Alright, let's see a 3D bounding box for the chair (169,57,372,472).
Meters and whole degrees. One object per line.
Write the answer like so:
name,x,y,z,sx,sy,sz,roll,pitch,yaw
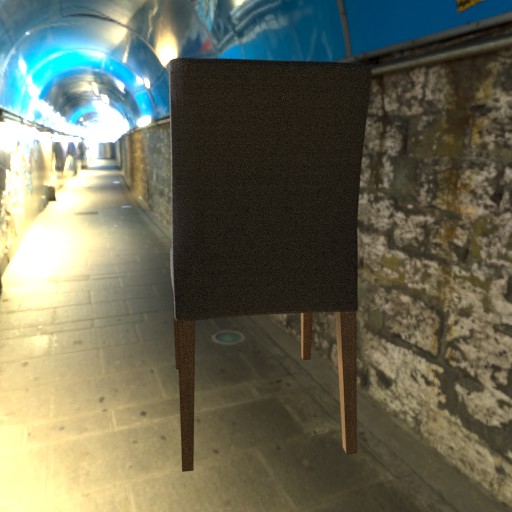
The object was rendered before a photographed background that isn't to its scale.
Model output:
chair,0.000,0.000,1.252,0.496,0.940,0.585,-2,14,-9
